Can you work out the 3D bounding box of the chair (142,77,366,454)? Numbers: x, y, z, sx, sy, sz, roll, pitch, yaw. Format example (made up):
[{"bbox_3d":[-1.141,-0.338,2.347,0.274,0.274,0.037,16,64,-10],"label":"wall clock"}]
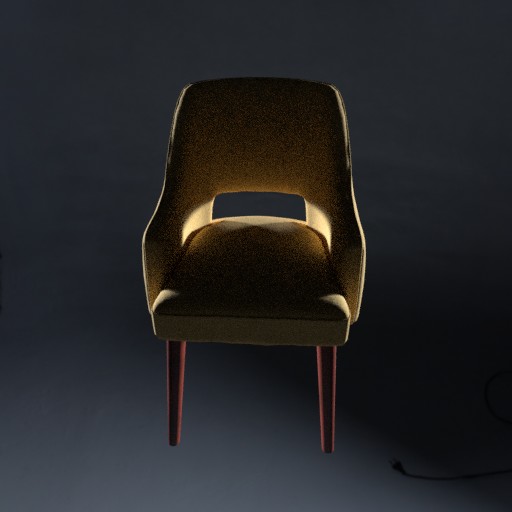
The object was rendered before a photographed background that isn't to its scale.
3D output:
[{"bbox_3d":[0.000,0.000,1.232,0.548,0.849,0.605,2,30,3],"label":"chair"}]
